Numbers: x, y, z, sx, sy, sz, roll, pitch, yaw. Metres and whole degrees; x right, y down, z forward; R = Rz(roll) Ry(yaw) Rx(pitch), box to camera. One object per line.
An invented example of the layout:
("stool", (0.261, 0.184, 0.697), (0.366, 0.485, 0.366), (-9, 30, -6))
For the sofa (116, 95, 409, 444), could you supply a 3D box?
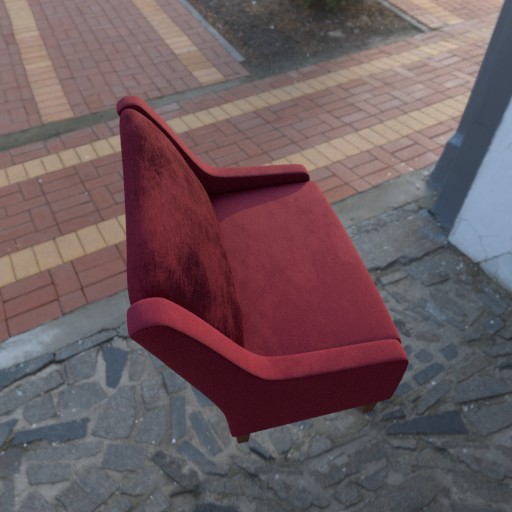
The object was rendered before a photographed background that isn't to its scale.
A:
("sofa", (0.000, 0.000, 1.908), (0.946, 0.976, 1.242), (-10, 47, -9))
